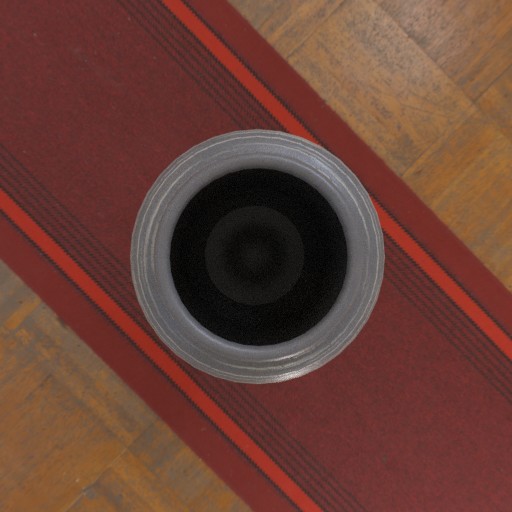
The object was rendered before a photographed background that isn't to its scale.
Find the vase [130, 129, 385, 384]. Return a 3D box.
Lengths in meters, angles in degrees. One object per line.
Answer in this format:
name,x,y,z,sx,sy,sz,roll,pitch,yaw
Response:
vase,0.000,0.000,0.672,0.297,0.499,0.297,0,90,-1
